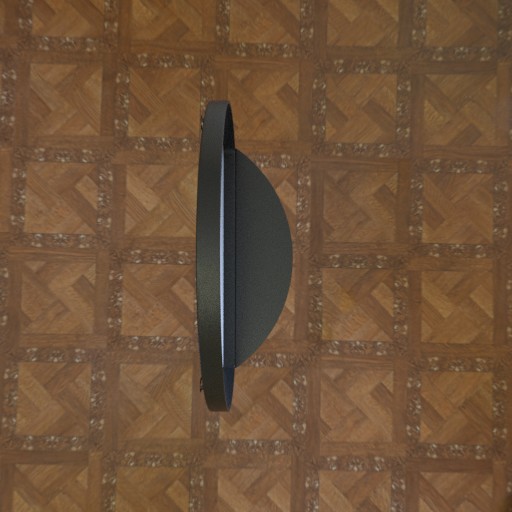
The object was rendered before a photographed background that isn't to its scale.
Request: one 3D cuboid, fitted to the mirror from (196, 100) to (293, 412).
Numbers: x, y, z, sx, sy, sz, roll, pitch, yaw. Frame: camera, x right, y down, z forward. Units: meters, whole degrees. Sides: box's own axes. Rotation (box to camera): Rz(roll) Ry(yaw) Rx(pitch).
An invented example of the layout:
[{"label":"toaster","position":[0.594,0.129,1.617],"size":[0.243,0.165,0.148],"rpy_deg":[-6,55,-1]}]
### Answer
[{"label":"mirror","position":[0.000,0.000,0.690],"size":[0.133,0.457,0.457],"rpy_deg":[0,89,0]}]
